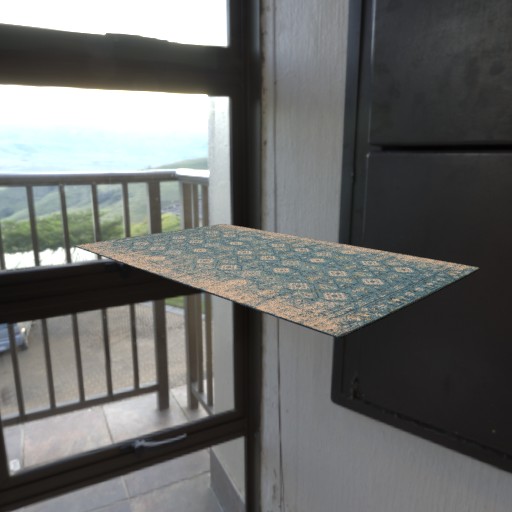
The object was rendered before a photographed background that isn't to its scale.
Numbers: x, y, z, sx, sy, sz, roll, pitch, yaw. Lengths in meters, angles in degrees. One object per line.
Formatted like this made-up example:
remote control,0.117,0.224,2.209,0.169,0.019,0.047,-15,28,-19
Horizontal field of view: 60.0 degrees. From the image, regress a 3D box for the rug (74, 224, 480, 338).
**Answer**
rug,0.000,0.000,2.243,1.102,0.008,1.795,-13,18,-43
